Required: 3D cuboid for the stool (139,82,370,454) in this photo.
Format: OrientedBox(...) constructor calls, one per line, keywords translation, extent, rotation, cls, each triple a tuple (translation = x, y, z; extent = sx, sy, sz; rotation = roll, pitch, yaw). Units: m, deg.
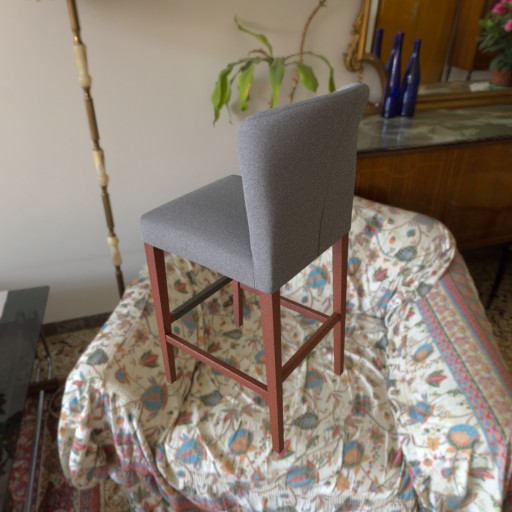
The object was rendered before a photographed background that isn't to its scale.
OrientedBox(translation=(0.000, 0.000, 1.412), extent=(0.568, 1.069, 0.481), rotation=(21, 36, 31), cls="stool")
